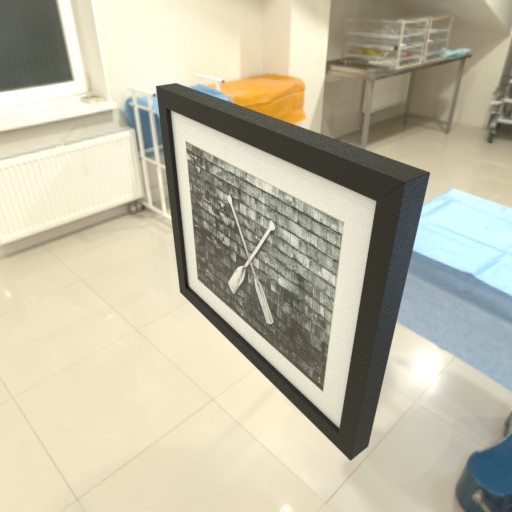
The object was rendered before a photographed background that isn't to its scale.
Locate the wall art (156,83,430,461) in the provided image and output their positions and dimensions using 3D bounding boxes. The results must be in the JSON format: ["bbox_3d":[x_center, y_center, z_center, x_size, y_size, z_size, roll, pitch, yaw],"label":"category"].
[{"bbox_3d":[0.000,0.000,0.533,0.029,0.330,0.381,-23,39,-31],"label":"wall art"}]
